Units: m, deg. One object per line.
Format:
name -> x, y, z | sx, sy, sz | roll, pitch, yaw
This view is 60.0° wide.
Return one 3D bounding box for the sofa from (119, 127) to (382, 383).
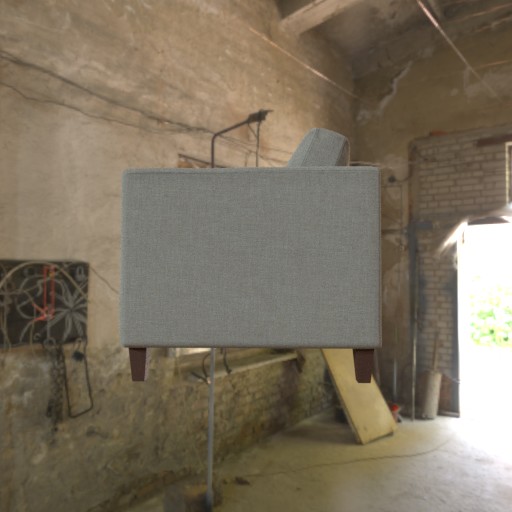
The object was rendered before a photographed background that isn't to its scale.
sofa -> 0.000, 0.000, 2.468 | 0.951, 0.947, 1.884 | 0, -1, 2
